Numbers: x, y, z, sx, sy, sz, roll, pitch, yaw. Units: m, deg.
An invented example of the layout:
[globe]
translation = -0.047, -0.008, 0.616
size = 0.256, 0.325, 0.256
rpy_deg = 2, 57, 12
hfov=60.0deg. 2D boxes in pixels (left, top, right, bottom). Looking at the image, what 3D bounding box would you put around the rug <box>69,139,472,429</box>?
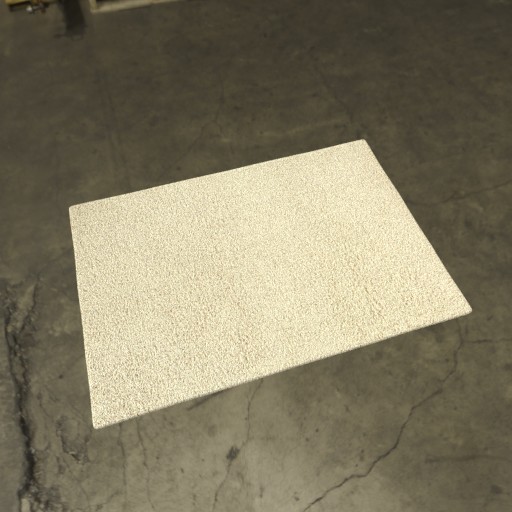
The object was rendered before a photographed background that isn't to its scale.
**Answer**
[rug]
translation = 0.000, 0.000, 2.275
size = 1.778, 0.030, 1.219
rpy_deg = -15, 59, -9
